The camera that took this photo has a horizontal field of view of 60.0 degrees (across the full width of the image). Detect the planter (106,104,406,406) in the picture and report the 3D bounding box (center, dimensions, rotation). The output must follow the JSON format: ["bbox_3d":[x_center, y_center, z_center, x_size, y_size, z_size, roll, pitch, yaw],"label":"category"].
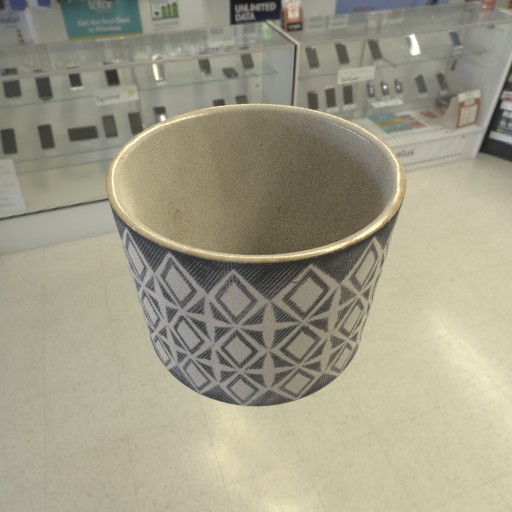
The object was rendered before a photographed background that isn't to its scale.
[{"bbox_3d":[0.000,0.000,0.347,0.192,0.165,0.192,0,42,0],"label":"planter"}]
